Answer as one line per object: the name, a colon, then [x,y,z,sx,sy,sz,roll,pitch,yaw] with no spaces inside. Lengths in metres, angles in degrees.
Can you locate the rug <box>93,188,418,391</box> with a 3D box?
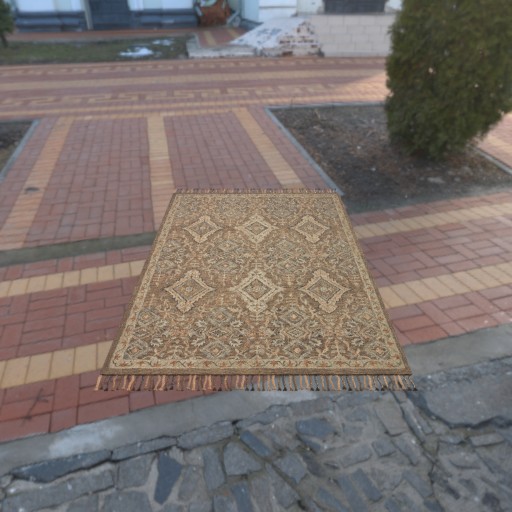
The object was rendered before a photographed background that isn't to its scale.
rug: [0.000,0.000,3.100,1.516,0.010,2.434,0,31,0]
